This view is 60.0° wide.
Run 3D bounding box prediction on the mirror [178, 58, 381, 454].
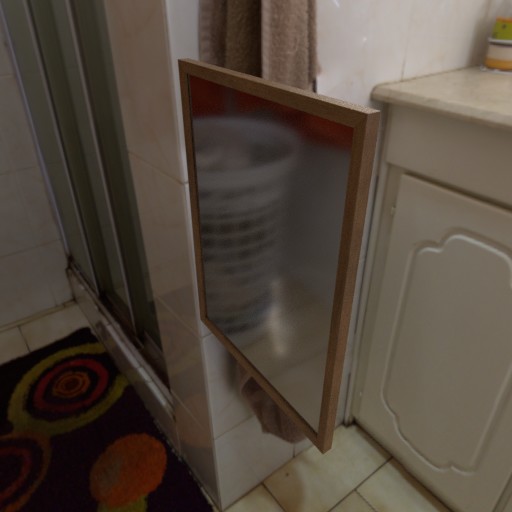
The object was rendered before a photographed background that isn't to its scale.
[{"bbox_3d":[0.000,0.000,1.346,0.040,1.016,0.762,-21,38,-29],"label":"mirror"}]
